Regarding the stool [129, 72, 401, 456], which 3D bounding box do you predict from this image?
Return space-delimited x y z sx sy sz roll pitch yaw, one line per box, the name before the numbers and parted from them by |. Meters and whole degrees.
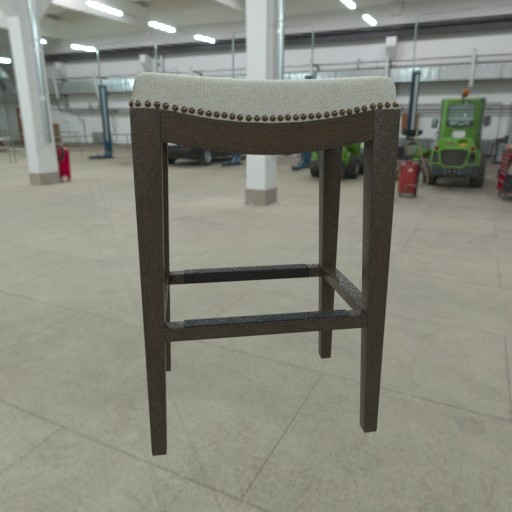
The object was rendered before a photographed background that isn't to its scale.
stool | 0.000 0.000 1.026 0.498 0.759 0.358 -3 17 -9
